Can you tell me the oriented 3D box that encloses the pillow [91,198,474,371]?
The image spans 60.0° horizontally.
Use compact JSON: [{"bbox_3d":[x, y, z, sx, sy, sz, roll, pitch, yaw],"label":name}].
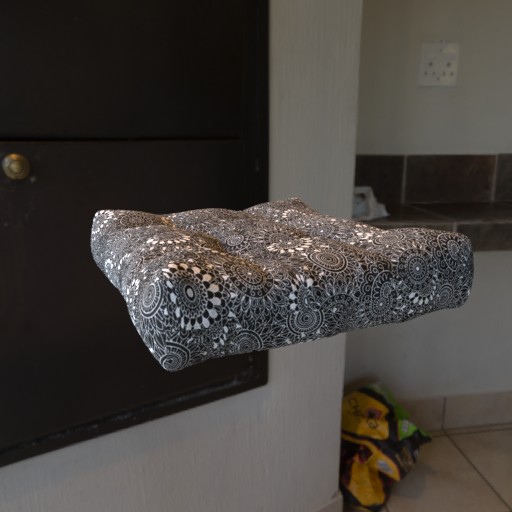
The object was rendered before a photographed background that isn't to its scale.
[{"bbox_3d":[0.000,0.000,0.728,0.468,0.128,0.490,-7,16,-26],"label":"pillow"}]
